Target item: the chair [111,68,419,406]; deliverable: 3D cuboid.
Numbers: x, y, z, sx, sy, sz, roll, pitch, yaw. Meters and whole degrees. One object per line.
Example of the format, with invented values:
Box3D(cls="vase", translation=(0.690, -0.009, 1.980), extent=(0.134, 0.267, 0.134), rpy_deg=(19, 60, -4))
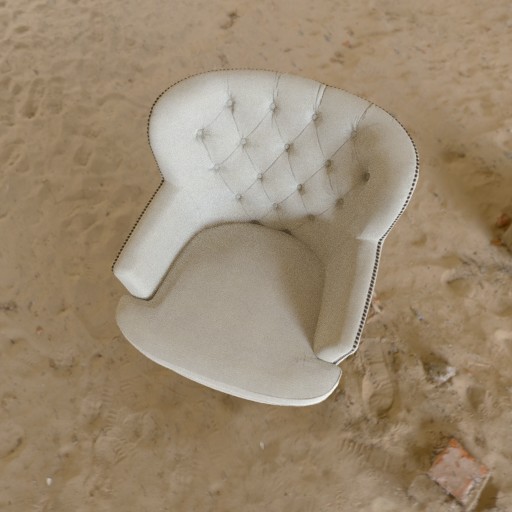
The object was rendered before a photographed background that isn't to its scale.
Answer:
Box3D(cls="chair", translation=(0.000, 0.000, 1.570), extent=(0.848, 0.868, 0.906), rpy_deg=(17, 61, 10))
